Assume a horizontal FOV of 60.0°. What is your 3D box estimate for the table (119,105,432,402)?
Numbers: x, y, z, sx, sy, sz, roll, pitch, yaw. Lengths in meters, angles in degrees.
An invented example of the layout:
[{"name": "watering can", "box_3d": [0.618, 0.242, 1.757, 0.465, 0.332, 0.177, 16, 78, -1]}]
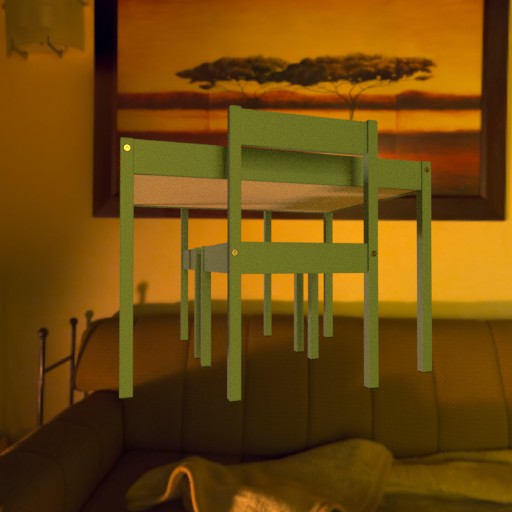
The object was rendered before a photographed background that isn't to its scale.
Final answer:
[{"name": "table", "box_3d": [0.000, 0.000, 1.089, 0.639, 0.503, 0.633, 0, -1, -17]}]
